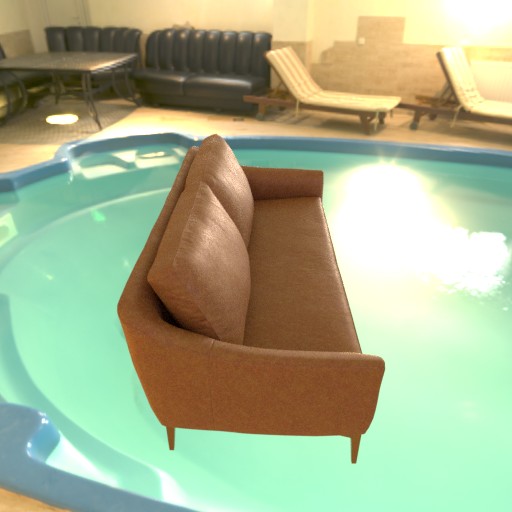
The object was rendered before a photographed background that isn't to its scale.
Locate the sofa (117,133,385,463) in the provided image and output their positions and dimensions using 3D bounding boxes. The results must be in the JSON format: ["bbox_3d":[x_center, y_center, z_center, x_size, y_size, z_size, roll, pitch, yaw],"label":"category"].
[{"bbox_3d":[0.000,0.000,2.531,0.981,0.945,2.036,0,31,1],"label":"sofa"}]
